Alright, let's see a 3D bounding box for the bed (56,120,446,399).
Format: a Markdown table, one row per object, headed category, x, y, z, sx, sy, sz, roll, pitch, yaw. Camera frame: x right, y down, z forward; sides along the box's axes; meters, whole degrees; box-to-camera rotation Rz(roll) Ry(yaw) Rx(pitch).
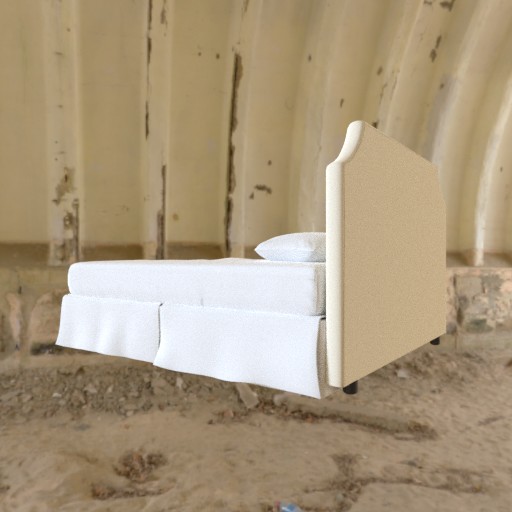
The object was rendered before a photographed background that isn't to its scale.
| category | x | y | z | sx | sy | sz | roll | pitch | yaw |
| --- | --- | --- | --- | --- | --- | --- | --- | --- | --- |
| bed | 0.000 | 0.000 | 4.060 | 2.773 | 1.590 | 2.350 | 0 | 0 | 37 |
